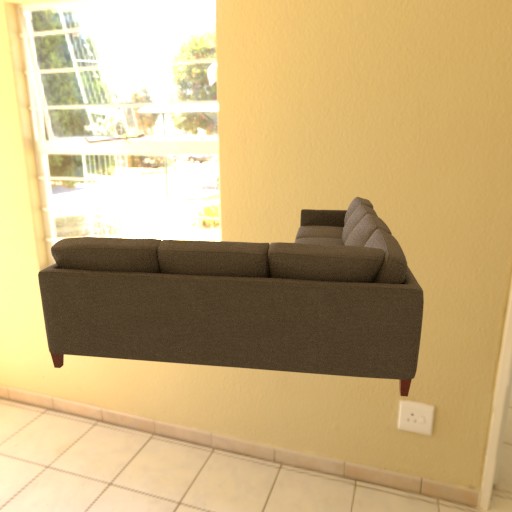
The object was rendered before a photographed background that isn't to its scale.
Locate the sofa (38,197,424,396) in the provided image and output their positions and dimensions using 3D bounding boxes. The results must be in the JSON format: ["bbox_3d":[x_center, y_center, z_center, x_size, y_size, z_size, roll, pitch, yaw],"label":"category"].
[{"bbox_3d":[0.000,0.000,4.465,2.593,0.947,3.302,2,15,8],"label":"sofa"}]
